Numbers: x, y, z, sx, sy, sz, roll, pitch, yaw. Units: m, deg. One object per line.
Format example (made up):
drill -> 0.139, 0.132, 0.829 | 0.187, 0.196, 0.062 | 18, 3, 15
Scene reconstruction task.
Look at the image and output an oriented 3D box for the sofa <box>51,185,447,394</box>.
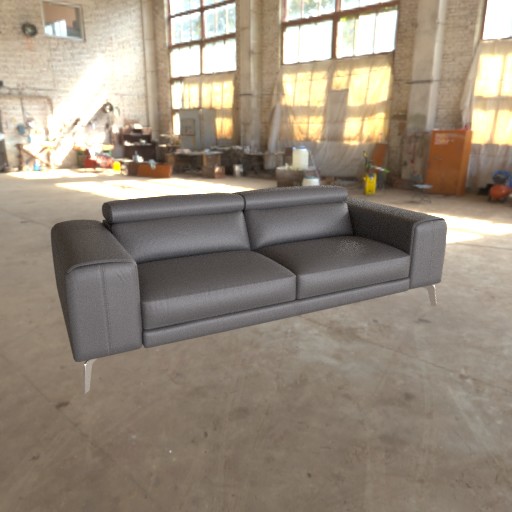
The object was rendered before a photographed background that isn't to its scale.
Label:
sofa -> 0.000, 0.000, 2.834 | 2.321, 0.759, 1.023 | -8, 18, -26
